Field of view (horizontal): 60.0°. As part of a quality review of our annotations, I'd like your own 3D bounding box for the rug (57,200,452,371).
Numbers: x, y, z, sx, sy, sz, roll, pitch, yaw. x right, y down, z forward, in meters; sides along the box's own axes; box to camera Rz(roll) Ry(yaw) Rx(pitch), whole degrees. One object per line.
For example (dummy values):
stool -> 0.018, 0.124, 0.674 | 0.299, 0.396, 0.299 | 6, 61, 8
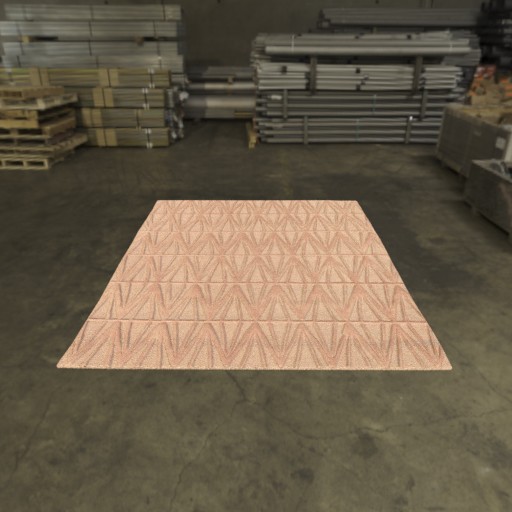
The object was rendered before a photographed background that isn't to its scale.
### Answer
rug -> 0.000, 0.000, 4.076 | 2.453, 0.043, 3.052 | 0, 27, 0
